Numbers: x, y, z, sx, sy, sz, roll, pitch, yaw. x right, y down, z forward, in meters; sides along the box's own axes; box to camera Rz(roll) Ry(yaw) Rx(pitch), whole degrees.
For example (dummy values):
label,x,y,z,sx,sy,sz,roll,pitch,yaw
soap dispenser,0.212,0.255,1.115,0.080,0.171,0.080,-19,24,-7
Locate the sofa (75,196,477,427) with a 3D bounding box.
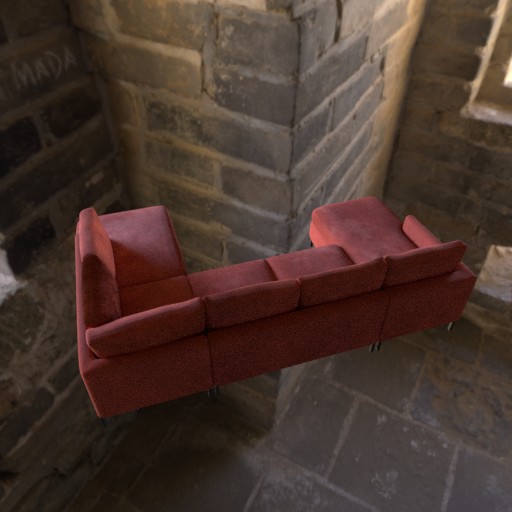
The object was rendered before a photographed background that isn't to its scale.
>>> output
label,x,y,z,sx,sy,sz,roll,pitch,yaw
sofa,0.000,0.000,3.872,2.971,0.858,1.981,-12,41,-14
